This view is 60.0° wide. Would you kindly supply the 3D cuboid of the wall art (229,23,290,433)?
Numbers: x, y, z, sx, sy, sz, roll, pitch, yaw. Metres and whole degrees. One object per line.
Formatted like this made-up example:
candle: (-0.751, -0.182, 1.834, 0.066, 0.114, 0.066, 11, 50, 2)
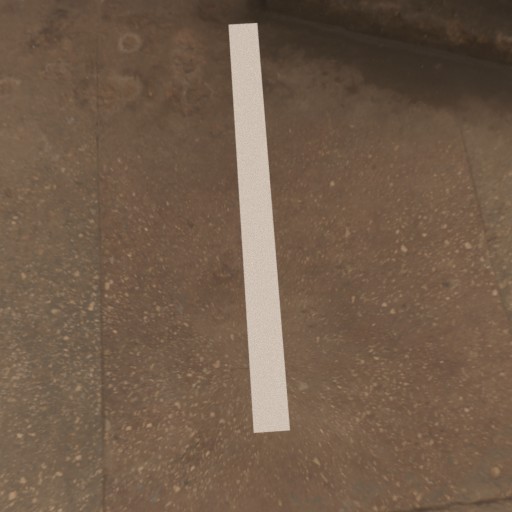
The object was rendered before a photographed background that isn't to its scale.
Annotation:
wall art: (0.000, 0.000, 1.960, 0.098, 1.291, 1.289, -4, 76, -1)
